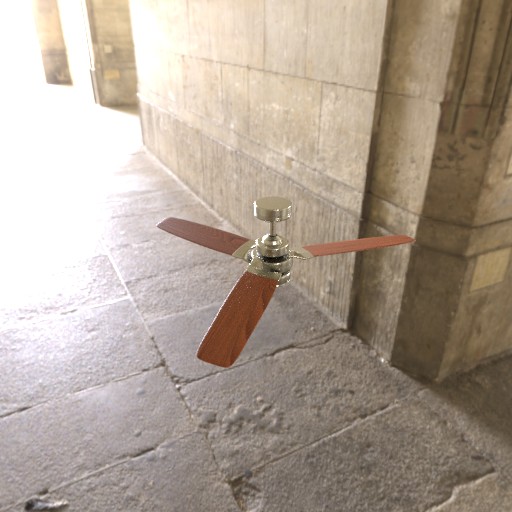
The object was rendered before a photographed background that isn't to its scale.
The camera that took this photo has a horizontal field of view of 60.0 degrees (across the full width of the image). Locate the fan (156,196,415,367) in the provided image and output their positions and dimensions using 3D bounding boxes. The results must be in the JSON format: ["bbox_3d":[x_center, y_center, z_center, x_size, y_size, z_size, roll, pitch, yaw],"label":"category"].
[{"bbox_3d":[0.000,0.000,2.013,1.416,0.410,1.271,8,29,15],"label":"fan"}]
